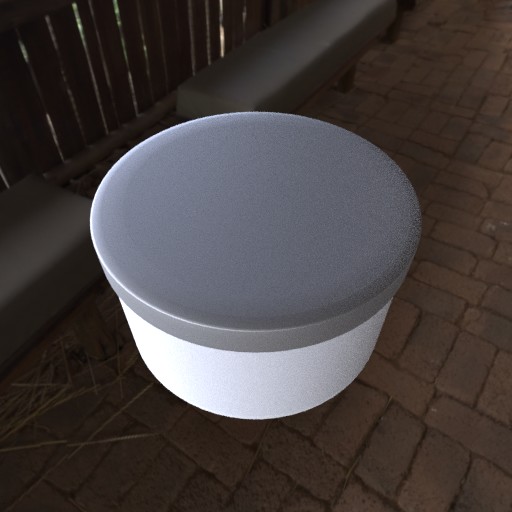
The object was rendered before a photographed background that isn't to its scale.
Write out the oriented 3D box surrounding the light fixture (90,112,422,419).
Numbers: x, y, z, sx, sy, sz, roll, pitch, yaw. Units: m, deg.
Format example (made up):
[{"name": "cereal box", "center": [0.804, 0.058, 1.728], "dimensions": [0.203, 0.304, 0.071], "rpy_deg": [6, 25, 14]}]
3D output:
[{"name": "light fixture", "center": [0.000, 0.000, 0.623], "dimensions": [0.393, 0.229, 0.393], "rpy_deg": [0, 47, 0]}]
